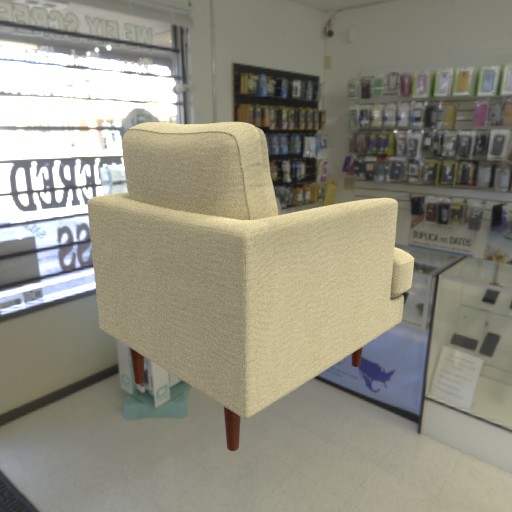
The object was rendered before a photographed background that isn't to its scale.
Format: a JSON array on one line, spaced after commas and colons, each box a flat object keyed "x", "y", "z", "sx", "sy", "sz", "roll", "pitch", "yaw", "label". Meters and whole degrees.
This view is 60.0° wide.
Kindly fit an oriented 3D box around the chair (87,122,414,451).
[{"x": 0.000, "y": 0.000, "z": 1.664, "sx": 0.858, "sy": 0.957, "sz": 0.899, "roll": 15, "pitch": 21, "yaw": 42, "label": "chair"}]
